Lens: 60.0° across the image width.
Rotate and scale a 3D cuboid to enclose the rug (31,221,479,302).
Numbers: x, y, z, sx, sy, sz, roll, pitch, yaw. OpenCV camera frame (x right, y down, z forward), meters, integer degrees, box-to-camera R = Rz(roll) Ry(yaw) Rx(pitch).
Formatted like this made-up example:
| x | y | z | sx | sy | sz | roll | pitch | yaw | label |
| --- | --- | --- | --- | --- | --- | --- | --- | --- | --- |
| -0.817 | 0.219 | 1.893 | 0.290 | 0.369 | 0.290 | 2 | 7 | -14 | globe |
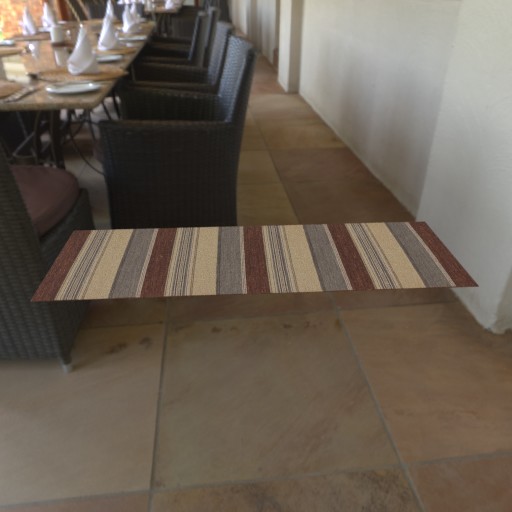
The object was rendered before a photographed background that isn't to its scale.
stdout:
| x | y | z | sx | sy | sz | roll | pitch | yaw | label |
| --- | --- | --- | --- | --- | --- | --- | --- | --- | --- |
| 0.000 | 0.000 | 2.742 | 2.437 | 0.006 | 0.792 | -2 | 32 | -3 | rug |
